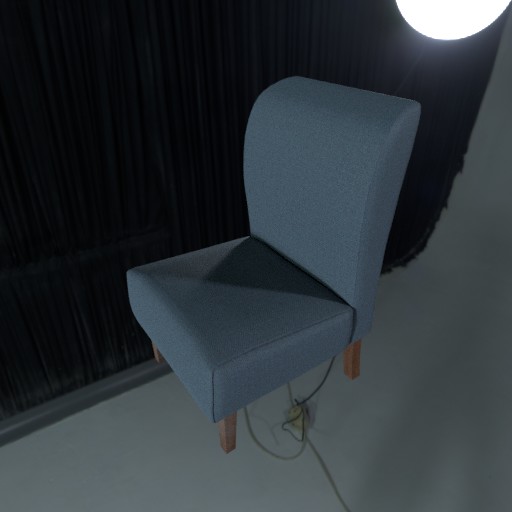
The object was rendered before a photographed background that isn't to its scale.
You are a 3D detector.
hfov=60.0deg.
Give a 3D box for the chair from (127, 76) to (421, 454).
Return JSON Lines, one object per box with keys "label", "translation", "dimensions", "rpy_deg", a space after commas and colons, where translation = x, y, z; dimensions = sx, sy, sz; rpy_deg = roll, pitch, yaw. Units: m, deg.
{"label": "chair", "translation": [0.000, 0.000, 1.185], "dimensions": [0.592, 0.804, 0.513], "rpy_deg": [-20, 36, -30]}
